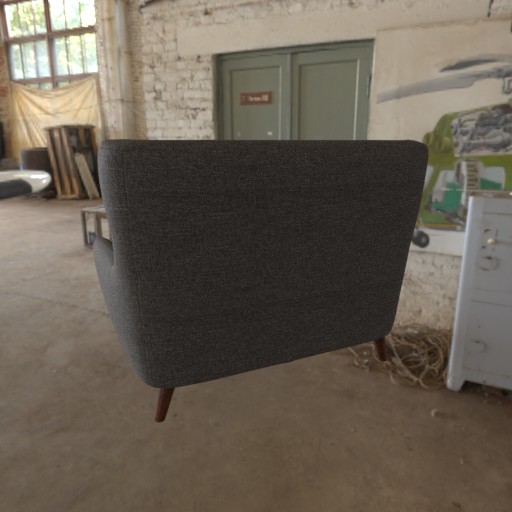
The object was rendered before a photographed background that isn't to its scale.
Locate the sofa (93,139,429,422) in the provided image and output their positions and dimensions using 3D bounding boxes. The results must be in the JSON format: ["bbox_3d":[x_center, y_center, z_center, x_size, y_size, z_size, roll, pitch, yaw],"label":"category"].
[{"bbox_3d":[0.000,0.000,2.023,1.358,1.028,0.874,-7,16,-25],"label":"sofa"}]
